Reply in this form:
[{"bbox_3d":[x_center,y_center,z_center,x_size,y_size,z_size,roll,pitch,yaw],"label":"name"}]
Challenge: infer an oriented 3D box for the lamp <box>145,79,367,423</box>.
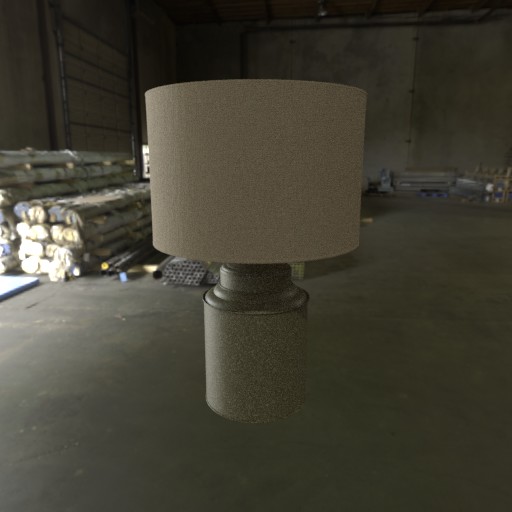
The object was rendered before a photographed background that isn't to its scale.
[{"bbox_3d":[0.000,0.000,0.707,0.318,0.486,0.318,0,13,0],"label":"lamp"}]
